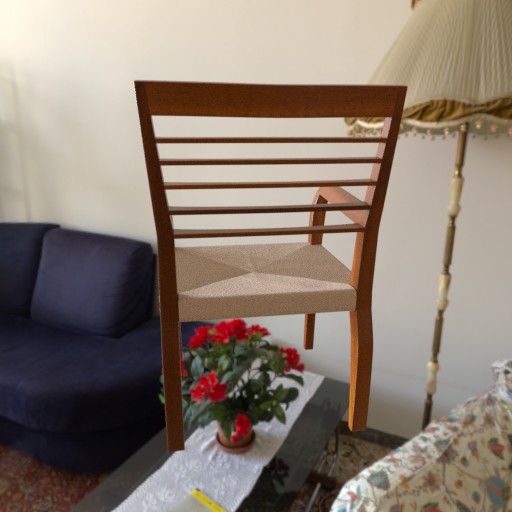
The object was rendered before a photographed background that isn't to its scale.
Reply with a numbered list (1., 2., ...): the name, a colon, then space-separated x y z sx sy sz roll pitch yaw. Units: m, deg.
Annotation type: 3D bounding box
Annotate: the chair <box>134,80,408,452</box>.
1. chair: 0.000 0.000 1.235 0.587 0.855 0.540 -3 15 -9
